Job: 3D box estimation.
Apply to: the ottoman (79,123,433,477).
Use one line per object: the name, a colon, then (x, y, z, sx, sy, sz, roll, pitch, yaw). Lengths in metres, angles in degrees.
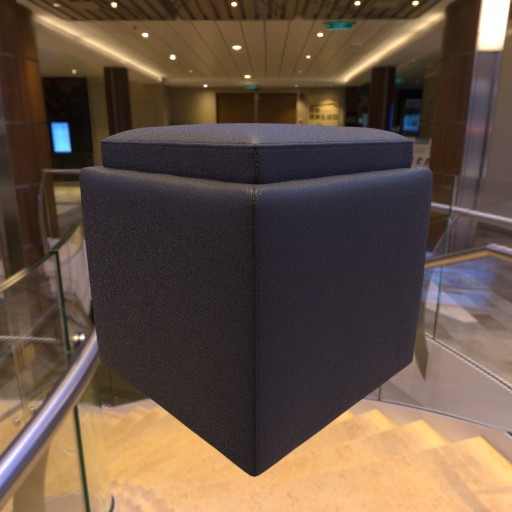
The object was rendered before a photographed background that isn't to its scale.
ottoman: (0.000, 0.000, 0.805, 0.450, 0.460, 0.451, -15, 21, -43)
